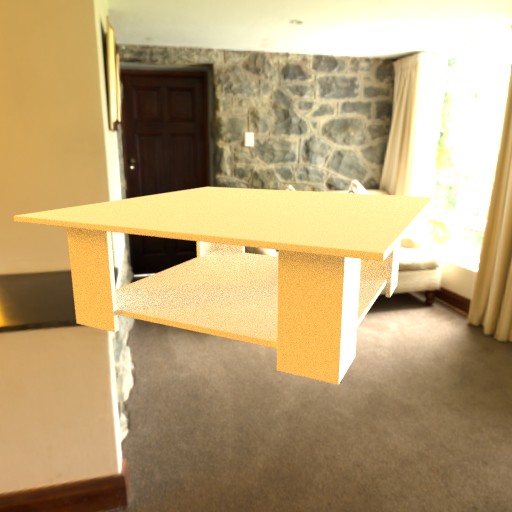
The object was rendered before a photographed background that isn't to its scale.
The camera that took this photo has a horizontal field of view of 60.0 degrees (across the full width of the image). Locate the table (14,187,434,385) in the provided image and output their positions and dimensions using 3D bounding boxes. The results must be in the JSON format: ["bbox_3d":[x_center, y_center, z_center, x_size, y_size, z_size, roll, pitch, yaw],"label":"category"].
[{"bbox_3d":[0.000,0.000,1.323,0.890,0.305,0.890,7,15,25],"label":"table"}]
